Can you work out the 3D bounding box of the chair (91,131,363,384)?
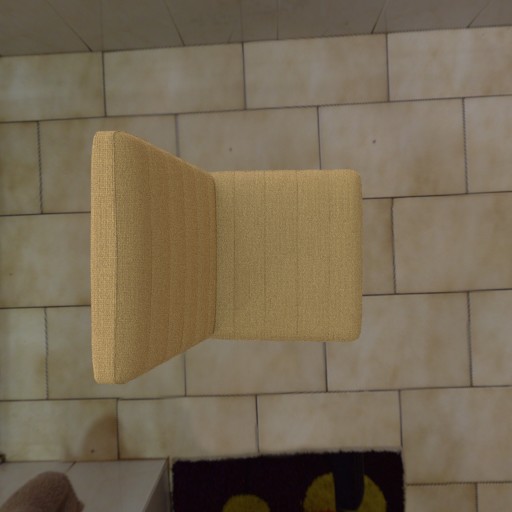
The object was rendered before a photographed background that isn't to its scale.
[{"bbox_3d":[0.000,0.000,1.315,0.634,0.930,0.520,0,91,2],"label":"chair"}]
